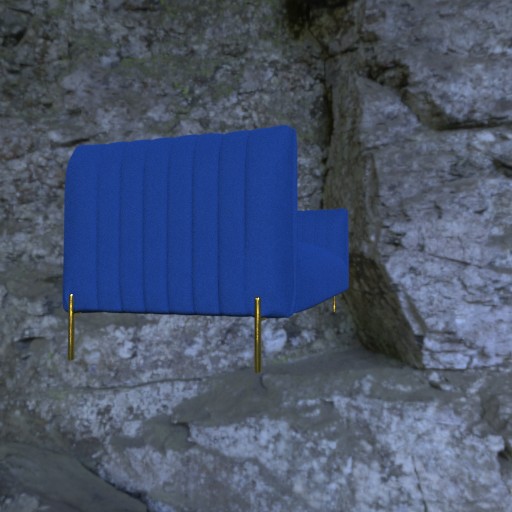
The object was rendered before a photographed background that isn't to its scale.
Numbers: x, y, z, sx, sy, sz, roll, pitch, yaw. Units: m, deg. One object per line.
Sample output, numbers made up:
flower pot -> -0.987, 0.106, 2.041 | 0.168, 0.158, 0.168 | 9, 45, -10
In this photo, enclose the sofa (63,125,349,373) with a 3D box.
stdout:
sofa -> 0.000, 0.000, 2.476 | 0.896, 0.793, 2.136 | -1, -2, 16
